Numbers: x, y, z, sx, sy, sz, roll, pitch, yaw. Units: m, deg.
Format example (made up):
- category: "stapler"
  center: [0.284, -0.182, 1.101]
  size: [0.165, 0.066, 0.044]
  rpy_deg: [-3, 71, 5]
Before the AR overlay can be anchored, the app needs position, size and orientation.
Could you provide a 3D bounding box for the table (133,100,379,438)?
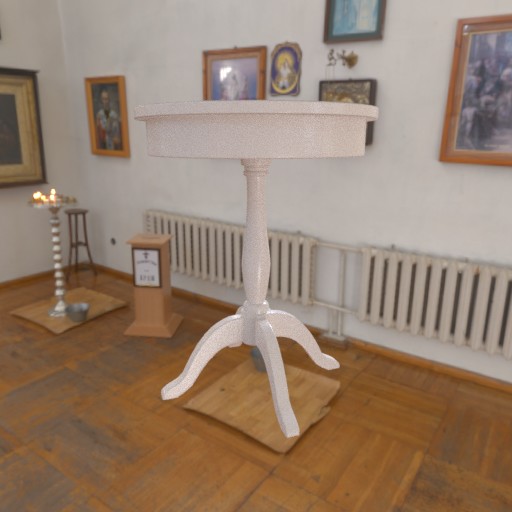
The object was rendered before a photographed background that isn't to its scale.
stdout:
- category: "table"
  center: [0.000, 0.000, 1.040]
  size: [0.513, 0.653, 0.513]
  rpy_deg: [0, 15, 0]
